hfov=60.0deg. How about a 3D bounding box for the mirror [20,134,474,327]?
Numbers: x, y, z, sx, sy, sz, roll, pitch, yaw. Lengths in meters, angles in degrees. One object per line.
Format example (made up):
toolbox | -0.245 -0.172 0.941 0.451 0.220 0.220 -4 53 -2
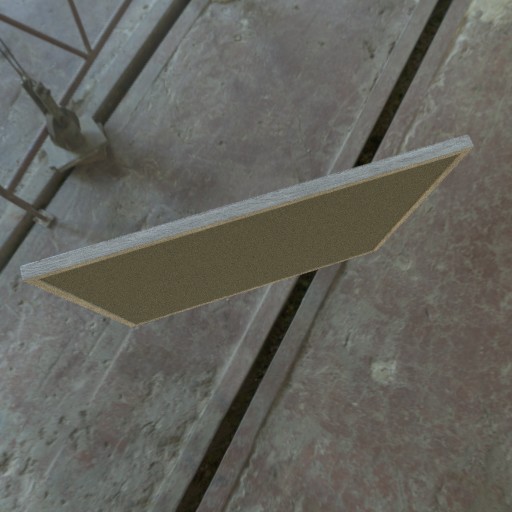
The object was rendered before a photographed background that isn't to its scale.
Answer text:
mirror | 0.000 0.000 1.117 0.839 0.689 0.028 -17 75 -5
